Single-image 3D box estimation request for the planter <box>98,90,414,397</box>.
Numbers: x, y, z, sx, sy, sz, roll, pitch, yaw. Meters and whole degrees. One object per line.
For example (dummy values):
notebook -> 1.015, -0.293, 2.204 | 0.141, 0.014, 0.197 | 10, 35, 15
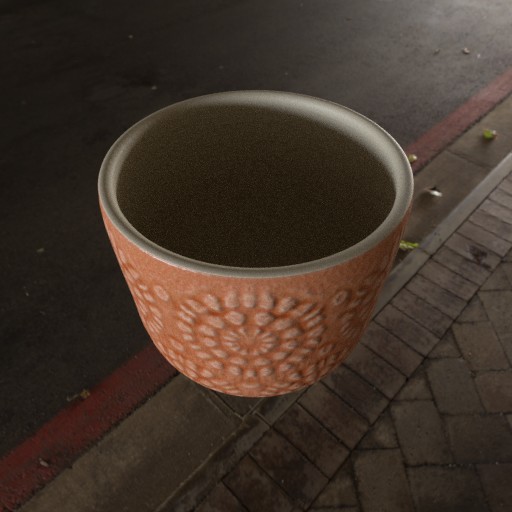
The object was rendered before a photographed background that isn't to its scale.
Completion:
planter -> 0.000, 0.000, 0.215 | 0.124, 0.109, 0.124 | 0, 46, 0
